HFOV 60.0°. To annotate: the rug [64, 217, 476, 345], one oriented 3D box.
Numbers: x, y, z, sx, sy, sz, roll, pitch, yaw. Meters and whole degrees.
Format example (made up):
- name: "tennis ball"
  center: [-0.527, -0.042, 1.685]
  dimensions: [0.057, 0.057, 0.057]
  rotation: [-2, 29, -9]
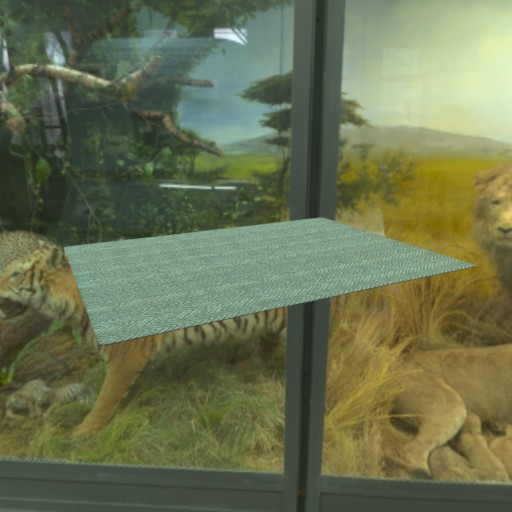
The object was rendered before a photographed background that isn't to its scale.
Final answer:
- name: "rug"
  center: [0.000, 0.000, 5.207]
  dimensions: [3.957, 0.011, 2.894]
  rotation: [-8, 19, -26]
